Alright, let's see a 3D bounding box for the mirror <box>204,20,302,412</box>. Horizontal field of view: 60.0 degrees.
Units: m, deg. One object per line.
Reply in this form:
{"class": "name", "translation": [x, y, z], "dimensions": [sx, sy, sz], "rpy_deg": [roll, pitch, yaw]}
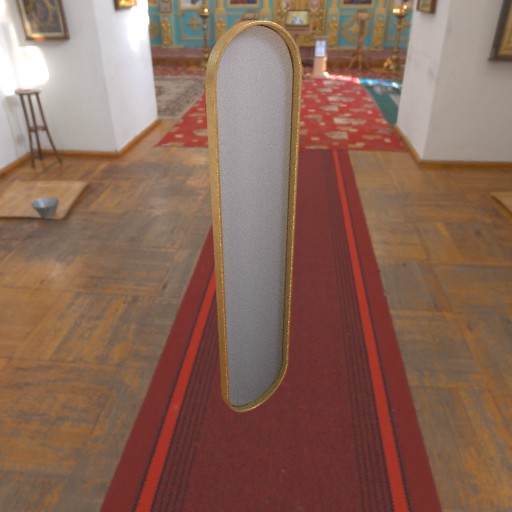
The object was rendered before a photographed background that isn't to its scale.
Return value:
{"class": "mirror", "translation": [0.000, 0.000, 1.055], "dimensions": [0.222, 0.991, 0.032], "rpy_deg": [-22, 37, -34]}
